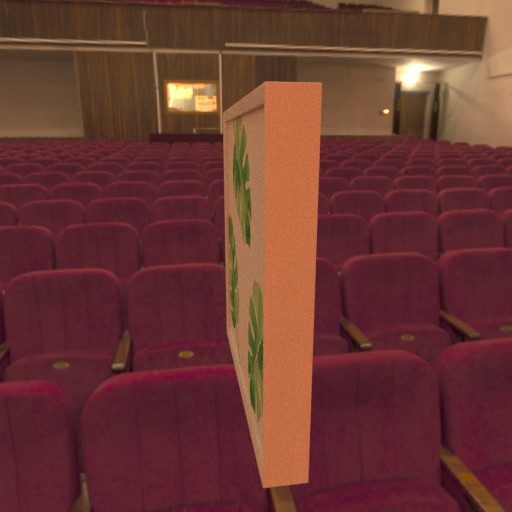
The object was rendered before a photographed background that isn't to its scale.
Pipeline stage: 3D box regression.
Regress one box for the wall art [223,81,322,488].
[{"bbox_3d":[0.000,0.000,0.465,0.038,0.305,0.305,-2,15,-9],"label":"wall art"}]
